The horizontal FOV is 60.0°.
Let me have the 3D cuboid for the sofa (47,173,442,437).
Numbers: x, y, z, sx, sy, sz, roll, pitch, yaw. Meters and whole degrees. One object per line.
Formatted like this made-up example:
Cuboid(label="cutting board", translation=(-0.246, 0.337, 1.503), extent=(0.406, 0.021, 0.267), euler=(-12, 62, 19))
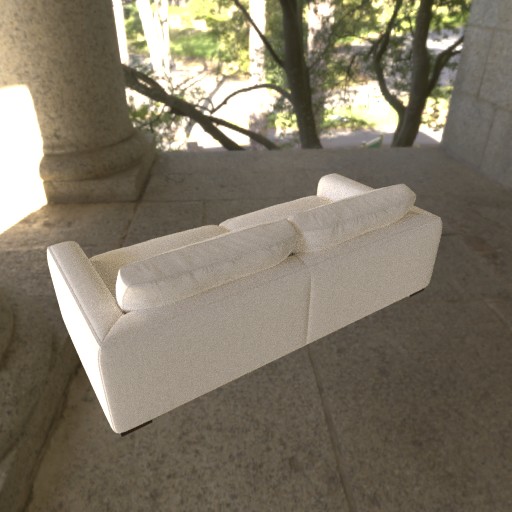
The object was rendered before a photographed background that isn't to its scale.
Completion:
Cuboid(label="sofa", translation=(0.000, 0.000, 2.783), extent=(2.262, 0.801, 1.070), euler=(-19, 35, -28))
